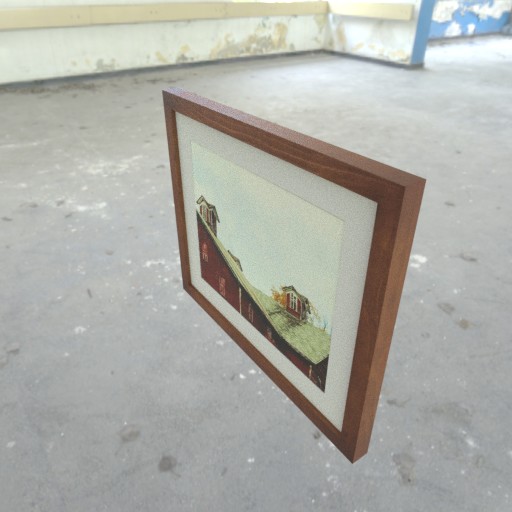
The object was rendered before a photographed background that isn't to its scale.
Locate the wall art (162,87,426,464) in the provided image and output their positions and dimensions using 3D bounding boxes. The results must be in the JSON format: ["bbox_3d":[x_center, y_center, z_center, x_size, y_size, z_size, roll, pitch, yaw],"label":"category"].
[{"bbox_3d":[0.000,0.000,0.760,0.033,0.457,0.558,-21,37,-29],"label":"wall art"}]
